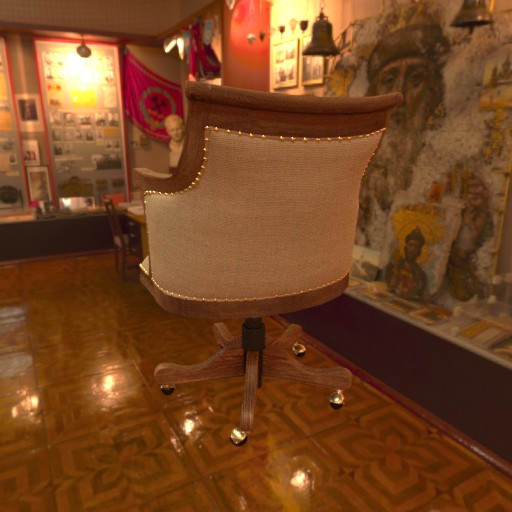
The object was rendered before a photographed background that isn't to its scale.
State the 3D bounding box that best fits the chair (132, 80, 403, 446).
[{"bbox_3d":[0.000,0.000,1.409,0.656,0.965,0.689,-8,17,-26],"label":"chair"}]
